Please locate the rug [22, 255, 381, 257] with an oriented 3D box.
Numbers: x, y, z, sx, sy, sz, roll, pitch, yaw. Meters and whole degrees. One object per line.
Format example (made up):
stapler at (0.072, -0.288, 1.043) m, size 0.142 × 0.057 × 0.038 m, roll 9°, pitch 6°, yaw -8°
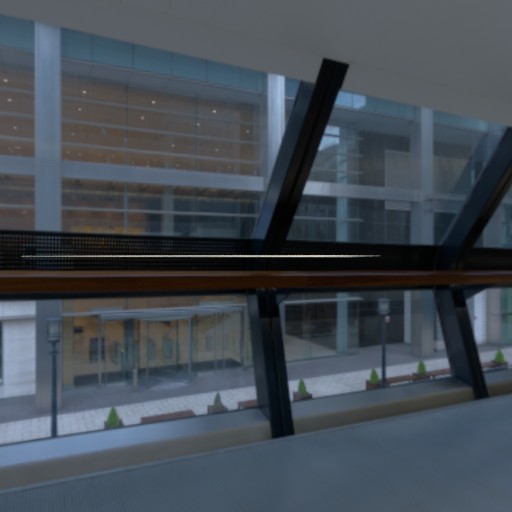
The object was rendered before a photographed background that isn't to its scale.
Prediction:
rug at (0.000, 0.000, 3.003) m, size 1.519 × 0.003 × 2.453 m, roll 0°, pitch 0°, yaw 18°
